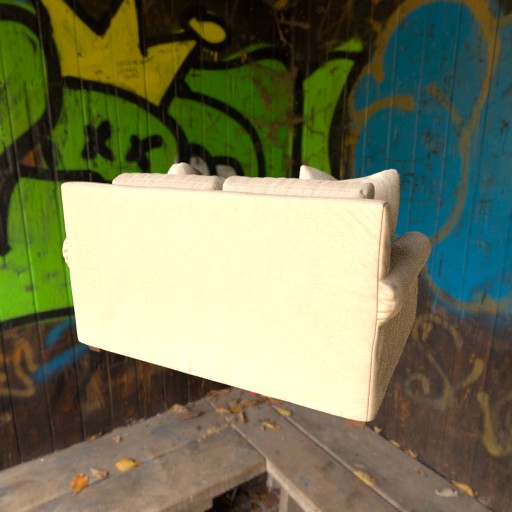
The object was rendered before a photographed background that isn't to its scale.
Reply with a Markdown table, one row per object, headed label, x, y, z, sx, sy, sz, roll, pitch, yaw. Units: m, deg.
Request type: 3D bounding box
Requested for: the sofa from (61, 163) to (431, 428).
| label | x | y | z | sx | sy | sz | roll | pitch | yaw |
| --- | --- | --- | --- | --- | --- | --- | --- | --- | --- |
| sofa | 0.000 | 0.000 | 2.192 | 1.550 | 0.905 | 1.070 | 7 | 16 | 26 |
